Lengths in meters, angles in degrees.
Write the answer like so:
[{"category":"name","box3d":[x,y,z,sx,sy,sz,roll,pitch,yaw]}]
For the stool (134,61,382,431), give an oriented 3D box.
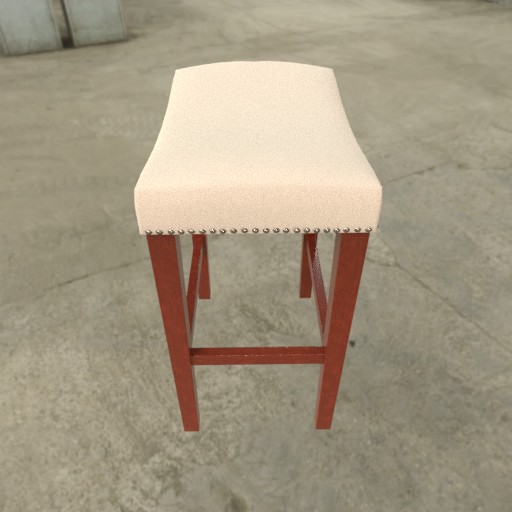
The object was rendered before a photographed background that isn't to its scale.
[{"category":"stool","box3d":[0.000,0.000,1.039,0.372,0.742,0.504,-1,41,-1]}]
